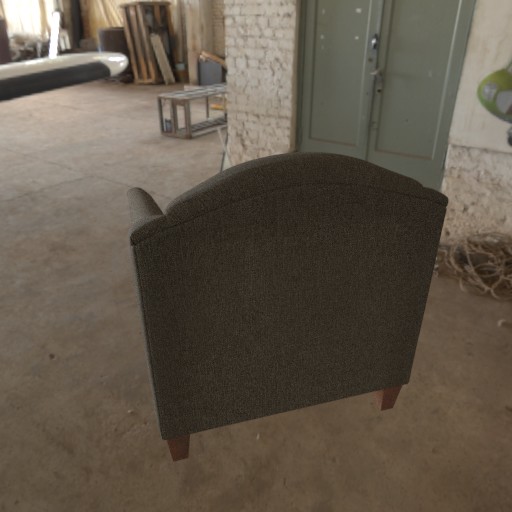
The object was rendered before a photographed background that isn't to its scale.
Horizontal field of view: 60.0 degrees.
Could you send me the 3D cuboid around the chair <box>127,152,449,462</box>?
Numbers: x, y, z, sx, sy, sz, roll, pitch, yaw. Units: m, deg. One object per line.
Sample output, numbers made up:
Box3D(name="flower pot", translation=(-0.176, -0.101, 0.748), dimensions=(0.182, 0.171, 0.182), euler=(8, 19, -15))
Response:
Box3D(name="chair", translation=(0.000, 0.000, 1.438), dimensions=(0.763, 0.839, 0.787), euler=(-8, 29, -14))
